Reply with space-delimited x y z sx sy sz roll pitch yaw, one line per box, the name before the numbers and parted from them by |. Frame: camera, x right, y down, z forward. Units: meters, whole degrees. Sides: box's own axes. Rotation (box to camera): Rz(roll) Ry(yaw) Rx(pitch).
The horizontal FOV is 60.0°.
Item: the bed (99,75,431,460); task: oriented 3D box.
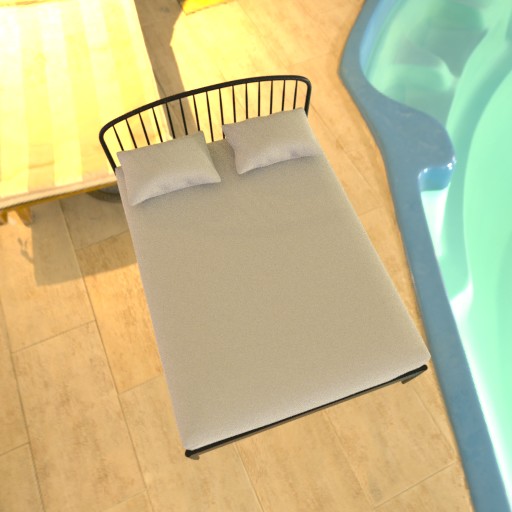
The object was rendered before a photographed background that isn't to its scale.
bed | 0.000 0.000 3.095 1.618 1.166 2.159 -17 64 -9
